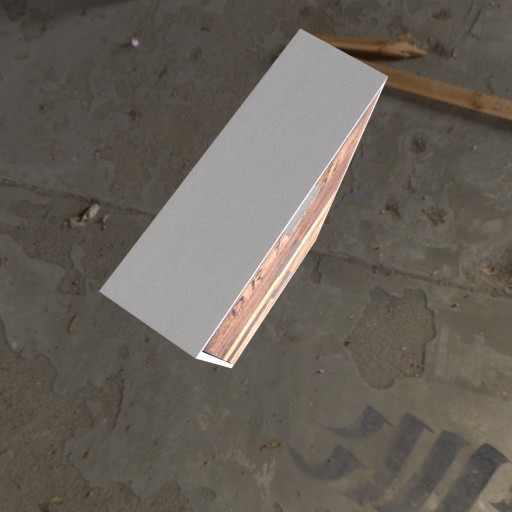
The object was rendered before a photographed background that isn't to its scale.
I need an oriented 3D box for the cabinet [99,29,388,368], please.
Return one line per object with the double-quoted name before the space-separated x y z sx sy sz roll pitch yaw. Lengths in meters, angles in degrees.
"cabinet" 0.000 0.000 1.560 0.250 1.280 0.750 33 77 8
